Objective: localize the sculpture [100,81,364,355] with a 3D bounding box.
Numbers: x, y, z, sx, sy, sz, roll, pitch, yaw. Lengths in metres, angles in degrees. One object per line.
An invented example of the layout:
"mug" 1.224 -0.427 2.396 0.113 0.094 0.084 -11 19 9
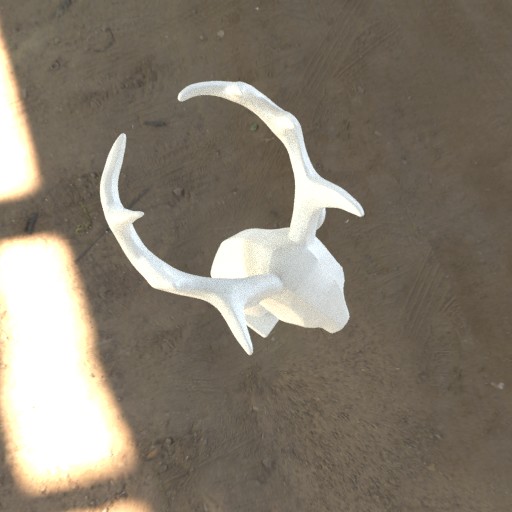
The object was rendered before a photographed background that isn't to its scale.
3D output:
"sculpture" 0.000 0.000 0.451 0.224 0.329 0.174 36 79 8
